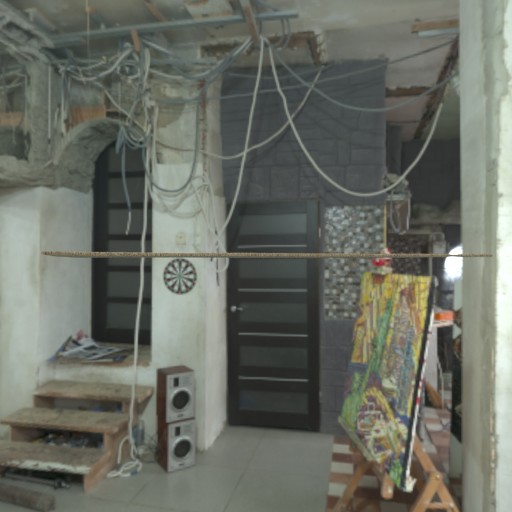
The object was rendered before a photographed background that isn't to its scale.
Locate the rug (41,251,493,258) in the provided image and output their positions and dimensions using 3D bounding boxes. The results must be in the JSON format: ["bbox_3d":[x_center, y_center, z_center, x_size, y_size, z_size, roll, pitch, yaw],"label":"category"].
[{"bbox_3d":[0.000,0.000,2.270,1.822,0.018,1.211,0,-1,-17],"label":"rug"}]
